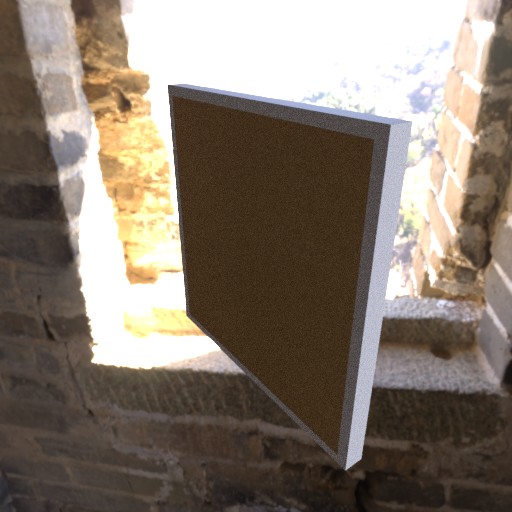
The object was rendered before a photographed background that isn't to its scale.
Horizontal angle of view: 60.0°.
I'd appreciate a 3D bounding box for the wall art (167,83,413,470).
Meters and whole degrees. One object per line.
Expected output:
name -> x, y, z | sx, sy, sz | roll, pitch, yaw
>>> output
wall art -> 0.000, 0.000, 0.749 | 0.035, 0.507, 0.508 | -18, 31, -32
